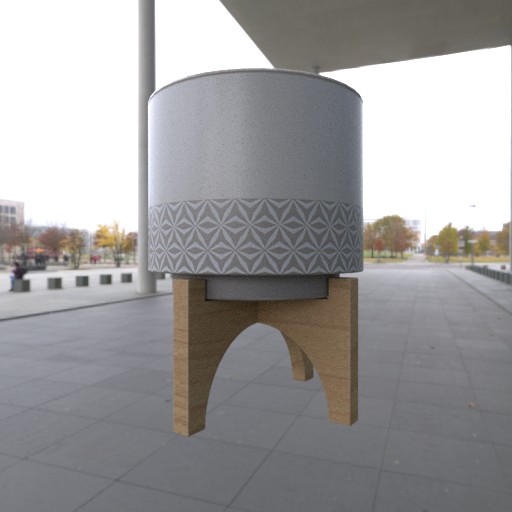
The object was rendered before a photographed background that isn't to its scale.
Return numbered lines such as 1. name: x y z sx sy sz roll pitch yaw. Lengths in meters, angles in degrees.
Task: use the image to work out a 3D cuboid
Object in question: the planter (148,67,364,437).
1. planter: 0.000 0.000 0.526 0.249 0.343 0.249 0 0 0
